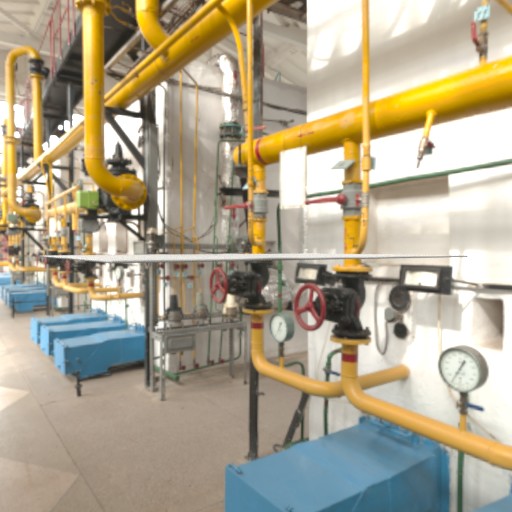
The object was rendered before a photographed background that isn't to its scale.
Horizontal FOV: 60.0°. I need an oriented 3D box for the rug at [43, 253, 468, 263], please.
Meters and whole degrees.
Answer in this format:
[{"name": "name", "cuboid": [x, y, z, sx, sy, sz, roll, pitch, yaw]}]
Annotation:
[{"name": "rug", "cuboid": [0.000, 0.000, 2.293, 1.835, 0.012, 1.231, -1, 1, -34]}]
